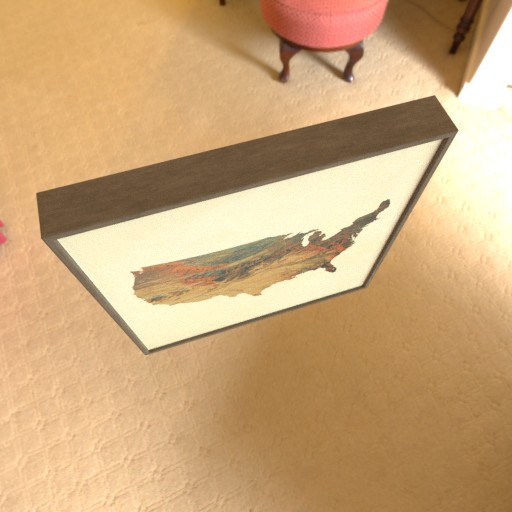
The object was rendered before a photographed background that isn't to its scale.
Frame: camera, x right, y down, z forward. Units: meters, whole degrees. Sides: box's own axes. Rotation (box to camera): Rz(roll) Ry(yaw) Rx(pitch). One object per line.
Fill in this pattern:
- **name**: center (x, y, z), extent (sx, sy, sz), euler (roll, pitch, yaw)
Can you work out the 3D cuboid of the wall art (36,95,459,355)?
- **wall art**: center (0.000, 0.000, 0.449), extent (0.303, 0.302, 0.038), euler (-16, 64, -8)
